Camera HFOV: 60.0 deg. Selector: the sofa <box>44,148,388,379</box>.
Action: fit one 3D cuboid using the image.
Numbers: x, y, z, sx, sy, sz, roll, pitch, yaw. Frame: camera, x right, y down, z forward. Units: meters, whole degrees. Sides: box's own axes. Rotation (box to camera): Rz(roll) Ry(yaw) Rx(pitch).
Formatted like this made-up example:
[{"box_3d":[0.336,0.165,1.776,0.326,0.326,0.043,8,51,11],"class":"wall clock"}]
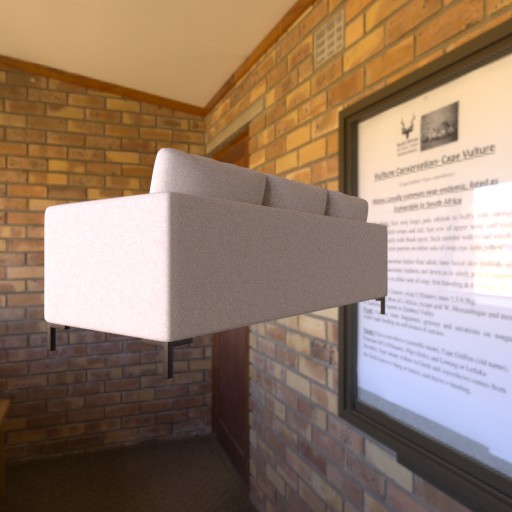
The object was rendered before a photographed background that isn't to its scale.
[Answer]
[{"box_3d":[0.000,0.000,2.695,0.859,0.874,2.218,0,0,36],"class":"sofa"}]
